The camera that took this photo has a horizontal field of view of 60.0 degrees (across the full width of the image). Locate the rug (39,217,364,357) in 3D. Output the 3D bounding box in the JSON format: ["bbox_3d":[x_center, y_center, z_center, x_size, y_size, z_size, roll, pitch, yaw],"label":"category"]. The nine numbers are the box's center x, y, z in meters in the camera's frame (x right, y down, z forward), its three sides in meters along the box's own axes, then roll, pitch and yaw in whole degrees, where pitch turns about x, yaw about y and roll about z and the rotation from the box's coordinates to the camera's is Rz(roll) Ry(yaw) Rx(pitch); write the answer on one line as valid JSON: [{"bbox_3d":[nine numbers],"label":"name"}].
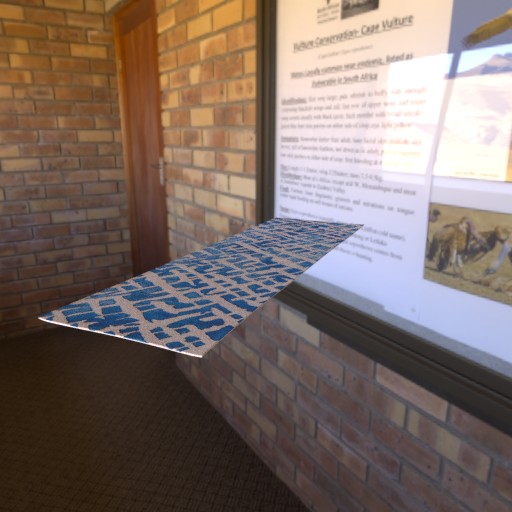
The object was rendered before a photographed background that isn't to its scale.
[{"bbox_3d":[0.000,0.000,2.677,0.768,0.011,2.446,7,17,25],"label":"rug"}]
